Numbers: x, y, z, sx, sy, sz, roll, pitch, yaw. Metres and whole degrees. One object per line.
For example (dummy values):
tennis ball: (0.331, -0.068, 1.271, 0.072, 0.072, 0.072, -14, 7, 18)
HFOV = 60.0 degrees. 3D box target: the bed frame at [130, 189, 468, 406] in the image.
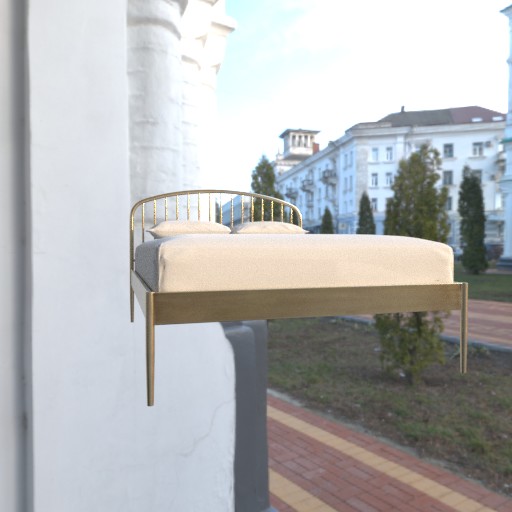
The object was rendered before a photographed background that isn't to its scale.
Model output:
bed frame: (0.000, 0.000, 3.048, 1.612, 1.175, 2.152, 0, 1, -18)
